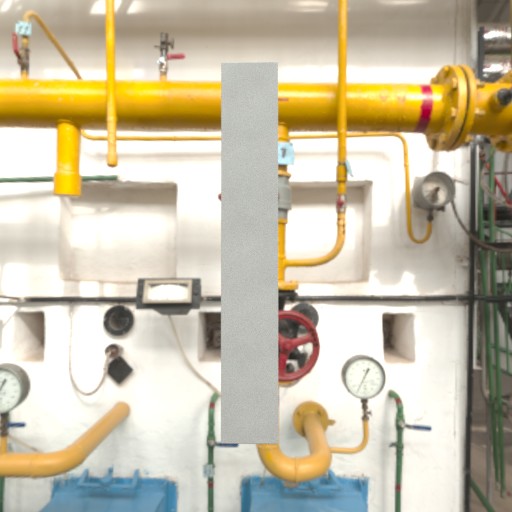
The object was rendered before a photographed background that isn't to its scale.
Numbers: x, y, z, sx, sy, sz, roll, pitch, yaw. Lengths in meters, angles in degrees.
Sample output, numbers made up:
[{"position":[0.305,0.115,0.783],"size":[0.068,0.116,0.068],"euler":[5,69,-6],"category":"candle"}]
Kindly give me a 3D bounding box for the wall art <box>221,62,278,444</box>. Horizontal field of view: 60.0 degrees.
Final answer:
[{"position":[0.000,0.000,0.485],"size":[0.038,0.254,0.381],"euler":[0,-1,1],"category":"wall art"}]
